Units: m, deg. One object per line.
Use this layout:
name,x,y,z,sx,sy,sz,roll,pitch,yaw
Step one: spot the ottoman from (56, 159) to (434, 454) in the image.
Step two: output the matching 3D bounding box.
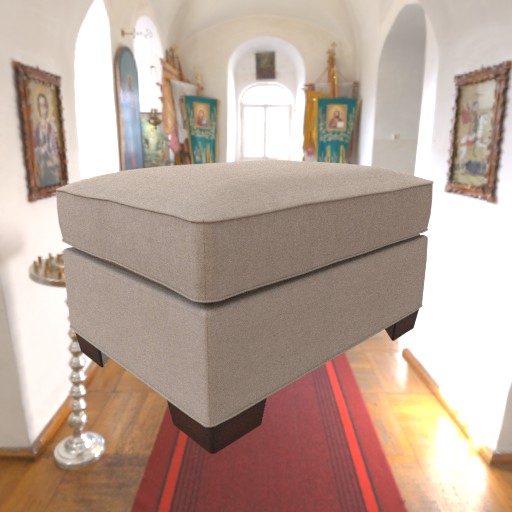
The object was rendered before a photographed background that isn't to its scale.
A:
ottoman,0.000,0.000,1.230,0.846,0.503,0.617,-15,21,-42
